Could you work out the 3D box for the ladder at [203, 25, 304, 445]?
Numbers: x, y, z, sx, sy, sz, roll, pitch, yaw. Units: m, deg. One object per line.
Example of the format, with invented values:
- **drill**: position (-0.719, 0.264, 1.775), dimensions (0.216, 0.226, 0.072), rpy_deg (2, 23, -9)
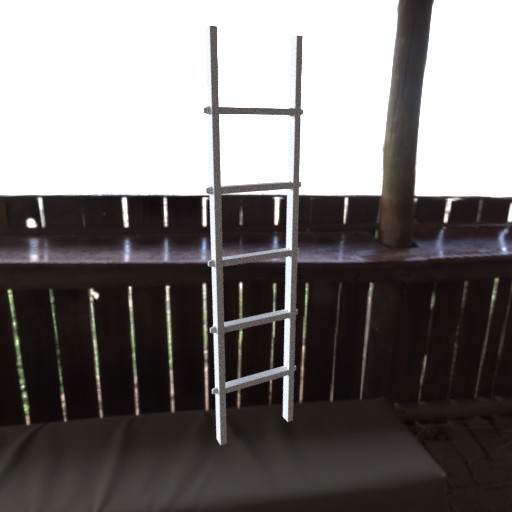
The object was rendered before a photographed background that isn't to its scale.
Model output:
- **ladder**: position (0.000, 0.000, 1.955), dimensions (0.452, 1.797, 0.051), rpy_deg (-8, 18, -27)
